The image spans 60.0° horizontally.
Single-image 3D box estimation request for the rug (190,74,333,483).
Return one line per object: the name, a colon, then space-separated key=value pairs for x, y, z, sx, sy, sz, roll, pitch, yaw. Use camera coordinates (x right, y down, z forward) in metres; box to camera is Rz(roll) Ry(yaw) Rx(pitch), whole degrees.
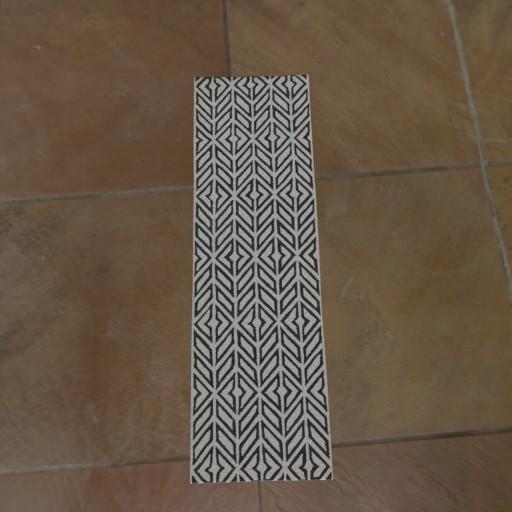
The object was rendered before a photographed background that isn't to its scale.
rug: x=0.000 y=0.000 z=2.615 sx=0.750 sy=0.009 sz=2.435 roll=-1 pitch=76 yaw=0
